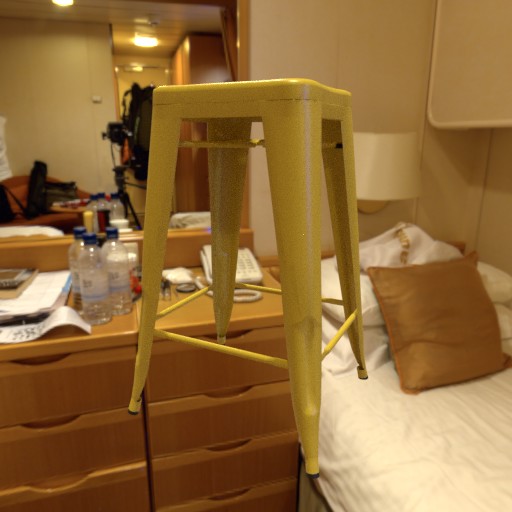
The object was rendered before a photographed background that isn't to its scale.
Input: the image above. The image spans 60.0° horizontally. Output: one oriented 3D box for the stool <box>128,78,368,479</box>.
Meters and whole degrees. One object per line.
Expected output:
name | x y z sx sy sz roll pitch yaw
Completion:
stool | 0.000 0.000 0.862 0.399 0.609 0.359 7 17 25
